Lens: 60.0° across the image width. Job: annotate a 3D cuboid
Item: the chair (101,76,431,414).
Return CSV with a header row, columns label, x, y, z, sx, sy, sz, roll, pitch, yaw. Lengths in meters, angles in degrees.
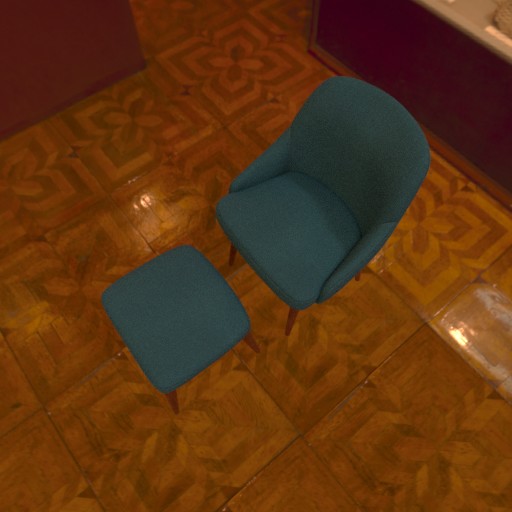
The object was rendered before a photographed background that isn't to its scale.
label,x,y,z,sx,sy,sz,roll,pitch,yaw
chair,0.000,0.000,1.629,1.114,0.866,0.584,-34,68,-16
